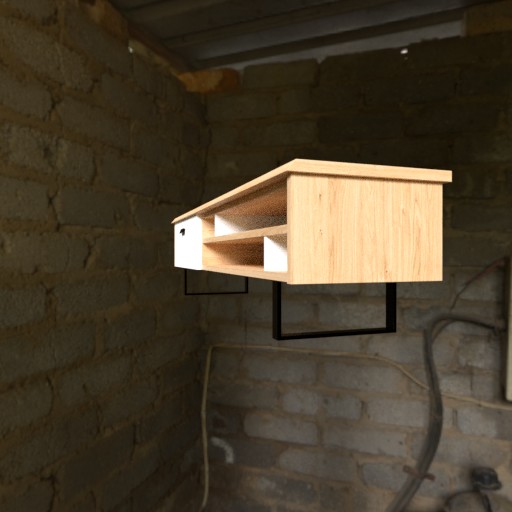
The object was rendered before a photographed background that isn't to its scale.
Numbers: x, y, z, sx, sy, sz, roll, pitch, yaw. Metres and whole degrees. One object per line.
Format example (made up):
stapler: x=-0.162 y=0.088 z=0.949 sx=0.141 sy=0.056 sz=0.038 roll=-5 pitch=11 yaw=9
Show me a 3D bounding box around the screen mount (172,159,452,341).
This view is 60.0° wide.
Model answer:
screen mount: x=0.000 y=0.000 z=1.841 sx=0.450 sy=0.430 sz=1.700 roll=0 pitch=0 yaw=-19
